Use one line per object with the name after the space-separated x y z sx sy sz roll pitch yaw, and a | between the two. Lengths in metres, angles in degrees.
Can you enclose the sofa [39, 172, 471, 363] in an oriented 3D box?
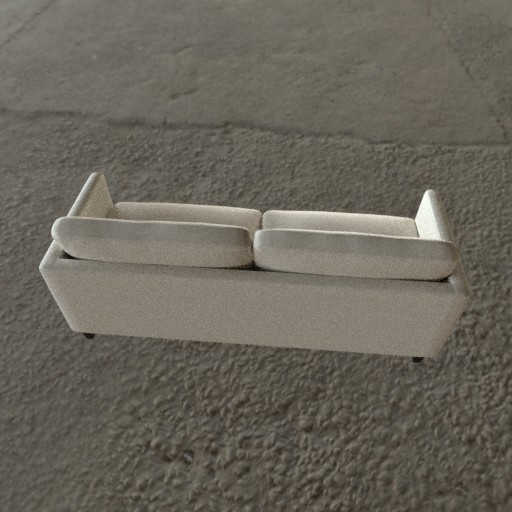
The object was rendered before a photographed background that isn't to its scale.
0.000 0.000 2.954 2.434 0.965 0.948 3 47 3 | sofa
